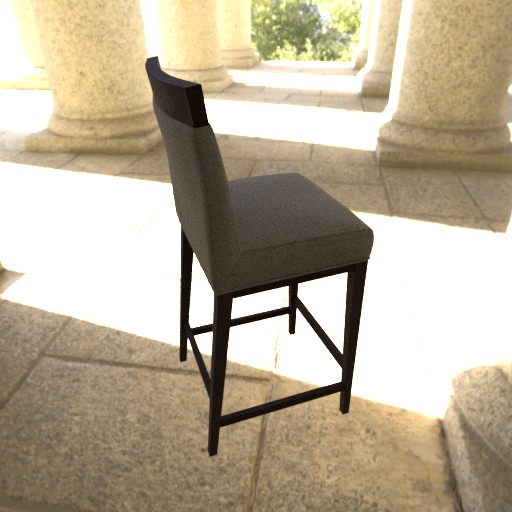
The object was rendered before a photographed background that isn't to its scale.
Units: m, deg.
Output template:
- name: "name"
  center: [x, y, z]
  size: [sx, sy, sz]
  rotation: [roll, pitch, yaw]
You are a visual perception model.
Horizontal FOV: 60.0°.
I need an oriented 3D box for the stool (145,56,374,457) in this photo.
- name: "stool"
  center: [0.000, 0.000, 1.391]
  size: [0.531, 1.117, 0.511]
  rotation: [-10, 32, -17]
